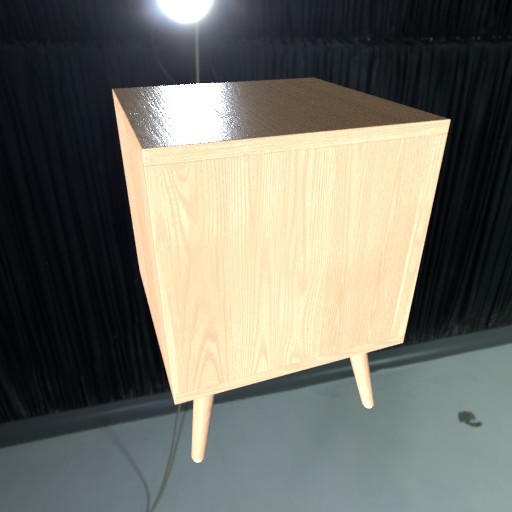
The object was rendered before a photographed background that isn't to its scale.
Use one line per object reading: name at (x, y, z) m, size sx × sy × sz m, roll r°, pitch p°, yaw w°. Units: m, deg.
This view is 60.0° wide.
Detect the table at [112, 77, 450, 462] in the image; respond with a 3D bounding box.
table at (0.000, 0.000, 0.822) m, size 0.400 × 0.550 × 0.400 m, roll -10°, pitch 31°, yaw -17°
